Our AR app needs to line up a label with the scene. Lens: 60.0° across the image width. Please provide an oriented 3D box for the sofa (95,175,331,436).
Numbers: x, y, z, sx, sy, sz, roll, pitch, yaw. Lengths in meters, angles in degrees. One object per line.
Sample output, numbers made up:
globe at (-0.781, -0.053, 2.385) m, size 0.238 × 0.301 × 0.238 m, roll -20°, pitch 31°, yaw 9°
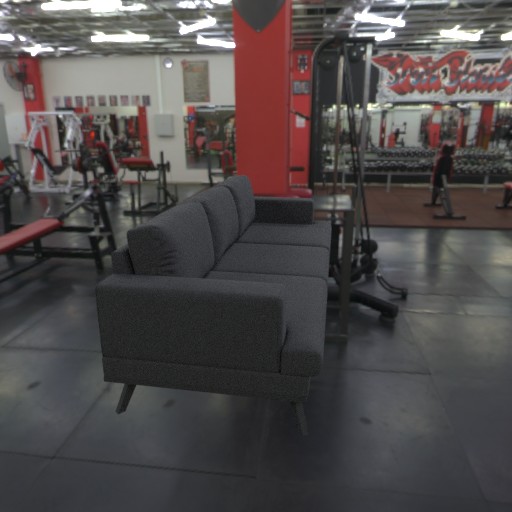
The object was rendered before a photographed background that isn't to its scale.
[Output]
sofa at (0.000, 0.000, 2.811) m, size 0.920 × 0.810 × 2.310 m, roll 3°, pitch 17°, yaw 10°
